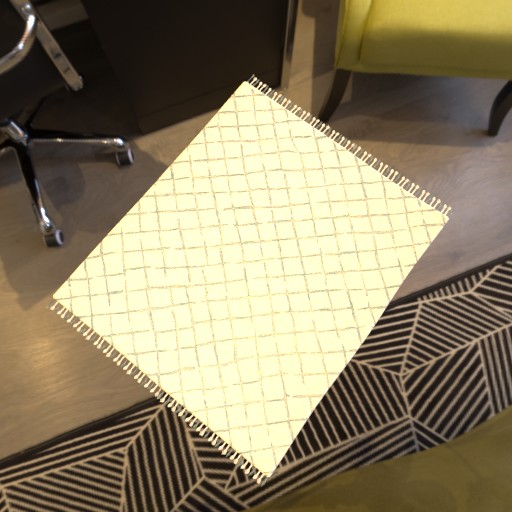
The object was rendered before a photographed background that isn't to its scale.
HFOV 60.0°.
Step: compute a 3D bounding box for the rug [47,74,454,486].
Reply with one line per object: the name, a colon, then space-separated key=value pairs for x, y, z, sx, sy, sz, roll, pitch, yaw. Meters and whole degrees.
rug: x=0.000 y=0.000 z=4.822 sx=2.892 sy=0.036 sz=3.585 roll=37 pitch=78 yaw=9
